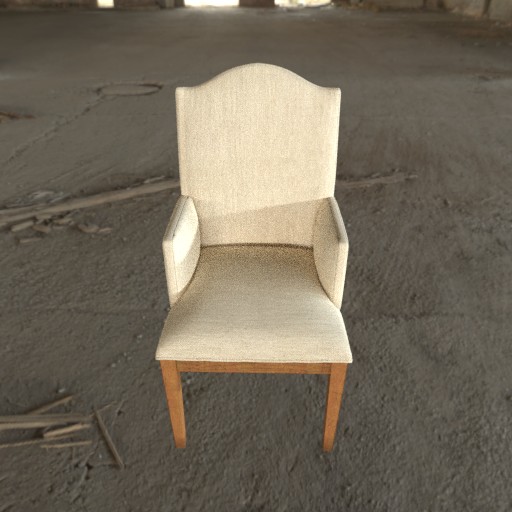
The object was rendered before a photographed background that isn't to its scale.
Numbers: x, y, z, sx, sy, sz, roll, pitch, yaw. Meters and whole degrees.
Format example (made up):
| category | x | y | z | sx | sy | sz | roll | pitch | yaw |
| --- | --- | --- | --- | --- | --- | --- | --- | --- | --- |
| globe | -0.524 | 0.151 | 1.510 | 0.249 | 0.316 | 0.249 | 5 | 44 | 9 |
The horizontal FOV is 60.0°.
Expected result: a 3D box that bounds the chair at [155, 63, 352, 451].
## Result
| category | x | y | z | sx | sy | sz | roll | pitch | yaw |
| --- | --- | --- | --- | --- | --- | --- | --- | --- | --- |
| chair | 0.000 | 0.000 | 1.367 | 0.533 | 1.016 | 0.641 | 1 | 32 | 1 |
